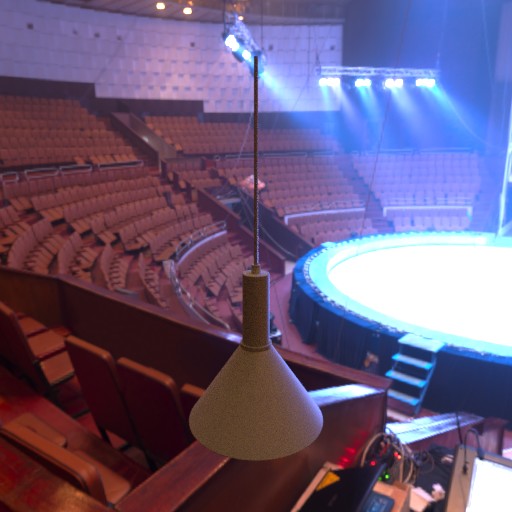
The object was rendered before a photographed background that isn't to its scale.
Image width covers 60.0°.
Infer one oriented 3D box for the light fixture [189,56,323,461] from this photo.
[{"bbox_3d":[0.000,0.000,0.816,0.267,0.683,0.267,7,15,26],"label":"light fixture"}]
